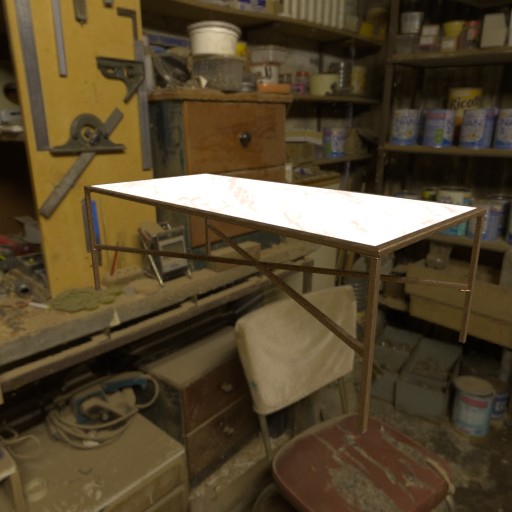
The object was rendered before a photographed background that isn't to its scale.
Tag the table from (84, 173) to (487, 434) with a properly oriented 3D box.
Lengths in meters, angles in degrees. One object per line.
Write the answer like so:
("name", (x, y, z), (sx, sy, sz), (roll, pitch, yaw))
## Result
("table", (0.000, 0.000, 1.470), (1.197, 0.405, 0.577), (16, 23, 42))
